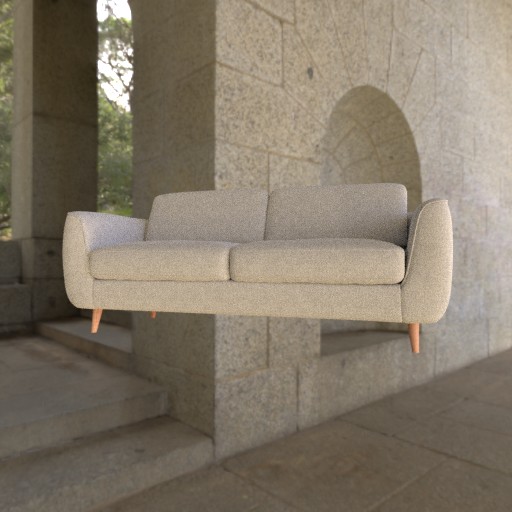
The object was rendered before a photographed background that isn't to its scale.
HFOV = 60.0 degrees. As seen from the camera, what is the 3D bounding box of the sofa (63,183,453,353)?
[{"bbox_3d":[0.000,0.000,2.509,2.000,0.850,0.920,0,0,18],"label":"sofa"}]
